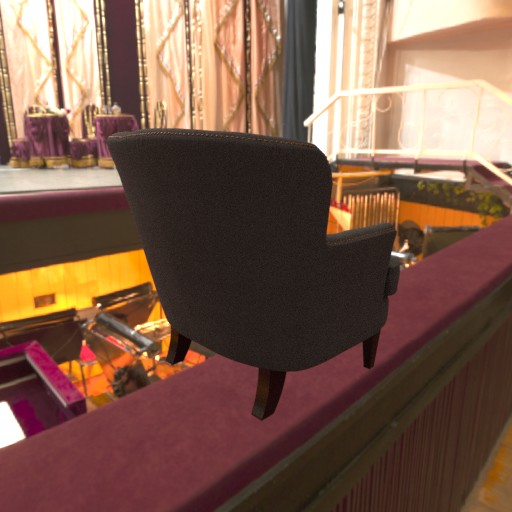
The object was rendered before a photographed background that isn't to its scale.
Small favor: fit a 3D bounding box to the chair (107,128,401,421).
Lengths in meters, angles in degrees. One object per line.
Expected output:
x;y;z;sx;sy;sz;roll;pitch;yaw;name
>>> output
0.000;0.000;1.596;0.906;0.868;0.848;-14;20;-42;chair
